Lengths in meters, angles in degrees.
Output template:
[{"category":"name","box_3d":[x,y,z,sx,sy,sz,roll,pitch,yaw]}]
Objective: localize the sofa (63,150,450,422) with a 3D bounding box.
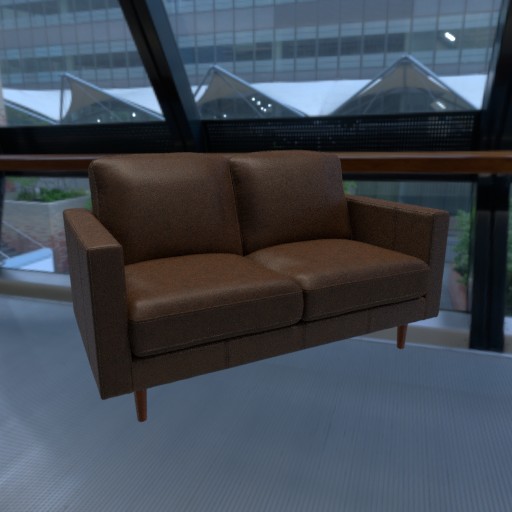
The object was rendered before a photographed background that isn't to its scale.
[{"category":"sofa","box_3d":[0.000,0.000,2.087,1.578,0.951,0.909,-7,17,-26]}]
